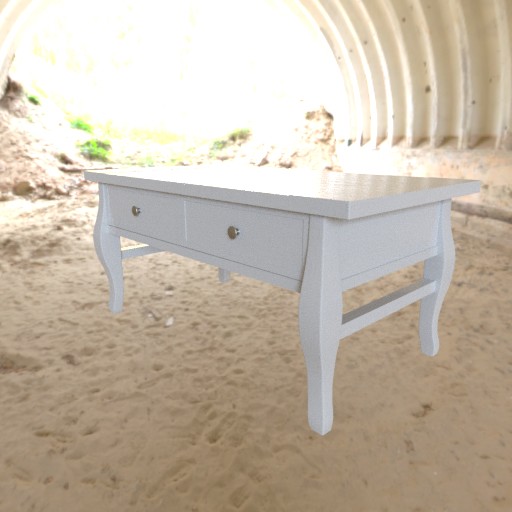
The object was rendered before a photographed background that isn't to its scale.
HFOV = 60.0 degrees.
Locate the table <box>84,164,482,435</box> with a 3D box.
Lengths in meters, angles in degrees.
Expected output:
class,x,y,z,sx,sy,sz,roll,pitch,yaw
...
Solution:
class,x,y,z,sx,sy,sz,roll,pitch,yaw
table,0.000,0.000,1.372,0.600,0.495,1.062,-14,20,-42
